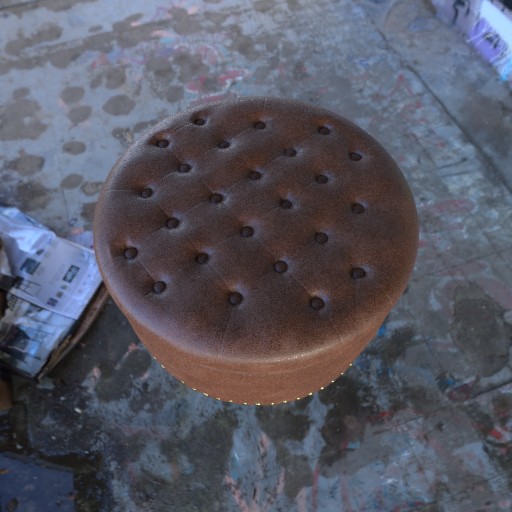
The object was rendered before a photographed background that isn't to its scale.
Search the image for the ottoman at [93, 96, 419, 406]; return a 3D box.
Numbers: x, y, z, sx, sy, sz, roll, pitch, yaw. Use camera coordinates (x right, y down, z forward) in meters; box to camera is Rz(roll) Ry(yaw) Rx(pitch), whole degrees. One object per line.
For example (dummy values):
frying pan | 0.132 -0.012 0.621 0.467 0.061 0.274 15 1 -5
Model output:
ottoman | 0.000 0.000 1.037 0.637 0.442 0.637 0 60 0
